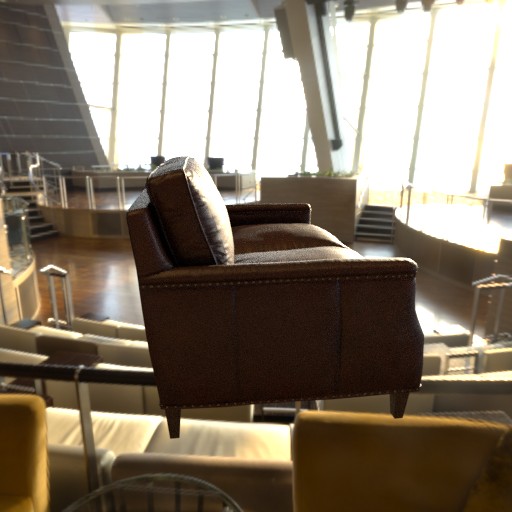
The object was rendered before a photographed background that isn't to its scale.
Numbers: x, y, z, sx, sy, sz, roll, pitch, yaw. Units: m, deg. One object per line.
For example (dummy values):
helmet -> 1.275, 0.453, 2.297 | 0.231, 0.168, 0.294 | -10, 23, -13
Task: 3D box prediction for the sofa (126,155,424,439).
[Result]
sofa -> 0.000, 0.000, 2.293 | 1.083, 1.003, 1.628 | -2, 15, -8
